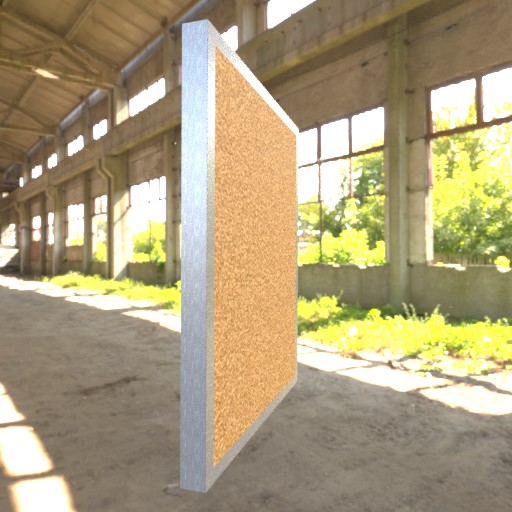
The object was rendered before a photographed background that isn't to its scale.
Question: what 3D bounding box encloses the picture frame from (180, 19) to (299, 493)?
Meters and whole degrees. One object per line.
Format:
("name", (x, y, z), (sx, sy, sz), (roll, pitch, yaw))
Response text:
("picture frame", (0.000, 0.000, 0.513), (0.027, 0.378, 0.327), (0, 0, 18))
